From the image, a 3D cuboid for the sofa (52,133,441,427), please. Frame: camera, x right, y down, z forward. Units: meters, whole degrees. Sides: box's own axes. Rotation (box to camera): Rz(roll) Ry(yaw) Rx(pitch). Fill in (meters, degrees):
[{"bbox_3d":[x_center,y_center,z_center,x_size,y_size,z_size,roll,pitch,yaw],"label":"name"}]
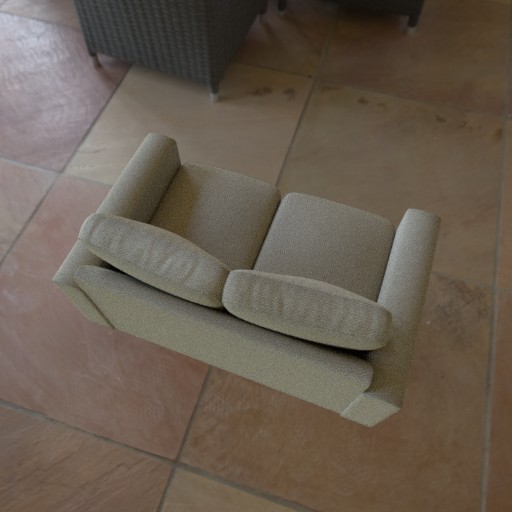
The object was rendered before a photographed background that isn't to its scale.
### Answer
[{"bbox_3d":[0.000,0.000,2.208,1.616,0.873,1.016,18,63,10],"label":"sofa"}]
